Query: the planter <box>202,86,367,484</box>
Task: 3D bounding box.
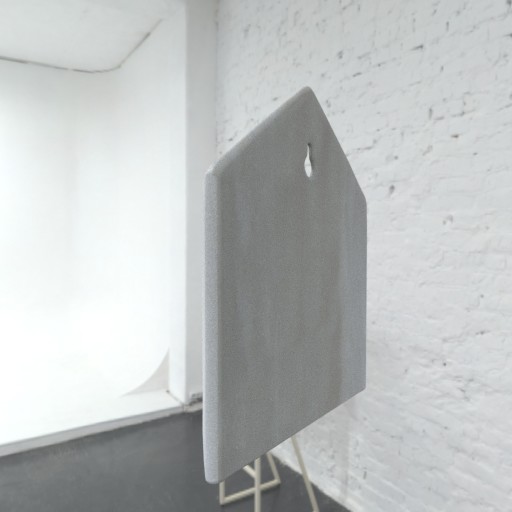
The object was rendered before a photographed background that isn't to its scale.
[{"bbox_3d":[0.000,0.000,0.276,0.080,0.194,0.163,1,2,37],"label":"planter"}]
